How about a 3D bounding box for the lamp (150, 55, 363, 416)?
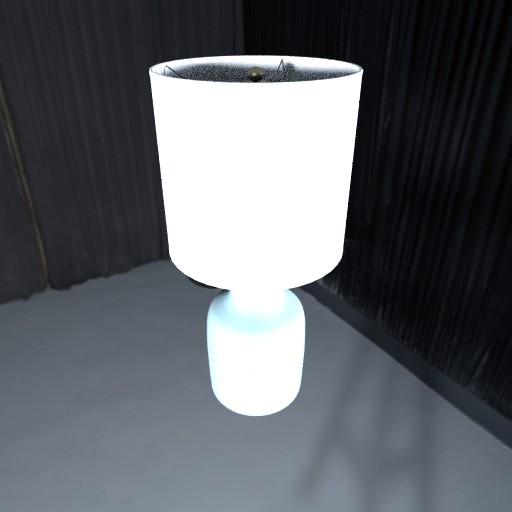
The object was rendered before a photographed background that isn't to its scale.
[{"bbox_3d":[0.000,0.000,1.101,0.418,0.871,0.418,-18,35,-29],"label":"lamp"}]
